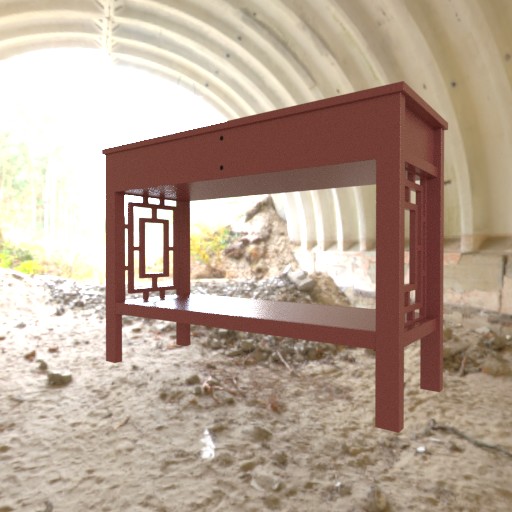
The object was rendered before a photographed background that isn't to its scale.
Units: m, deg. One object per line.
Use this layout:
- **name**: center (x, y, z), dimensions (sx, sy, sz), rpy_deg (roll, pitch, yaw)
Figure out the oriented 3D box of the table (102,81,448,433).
- **table**: center (0.000, 0.000, 1.417), dimensions (1.068, 0.753, 0.397), rpy_deg (1, 1, 36)
